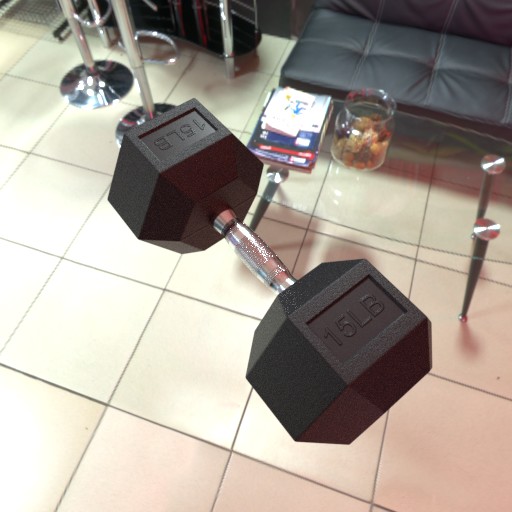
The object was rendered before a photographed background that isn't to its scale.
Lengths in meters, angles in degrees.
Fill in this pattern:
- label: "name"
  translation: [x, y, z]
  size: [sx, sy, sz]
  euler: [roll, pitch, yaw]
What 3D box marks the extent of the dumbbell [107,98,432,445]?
- label: "dumbbell"
  translation: [0.000, 0.000, 0.327]
  size: [0.122, 0.106, 0.271]
  euler: [-34, 65, -19]
